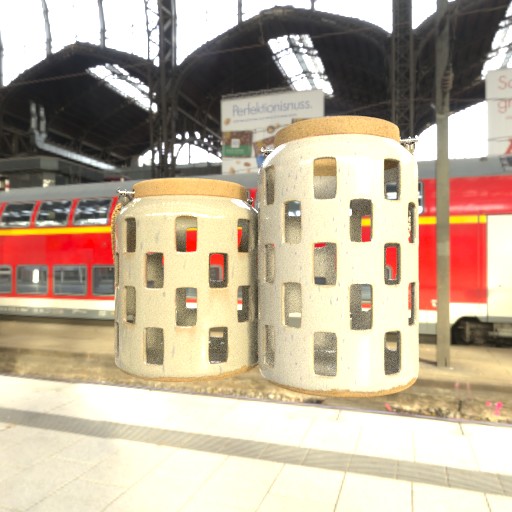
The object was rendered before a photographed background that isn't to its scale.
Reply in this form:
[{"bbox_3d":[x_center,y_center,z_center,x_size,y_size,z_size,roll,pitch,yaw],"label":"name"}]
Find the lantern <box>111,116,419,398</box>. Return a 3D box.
[{"bbox_3d":[0.000,0.000,0.501,0.347,0.255,0.184,0,-1,17],"label":"lantern"}]
